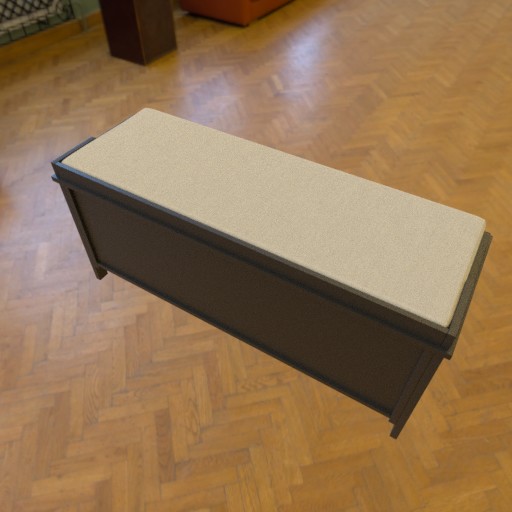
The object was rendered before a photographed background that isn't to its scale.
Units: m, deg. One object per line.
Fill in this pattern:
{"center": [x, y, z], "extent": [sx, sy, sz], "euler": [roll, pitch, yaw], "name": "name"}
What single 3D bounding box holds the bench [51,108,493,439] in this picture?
{"center": [0.000, 0.000, 1.337], "extent": [1.140, 0.501, 0.398], "euler": [24, 51, 21], "name": "bench"}
